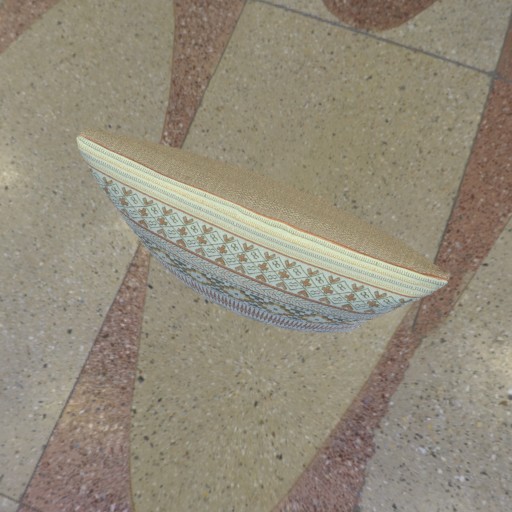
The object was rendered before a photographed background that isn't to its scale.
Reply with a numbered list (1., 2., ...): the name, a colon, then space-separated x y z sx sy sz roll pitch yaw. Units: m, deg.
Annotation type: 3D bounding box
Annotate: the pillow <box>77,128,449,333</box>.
1. pillow: 0.000 0.000 0.802 0.521 0.519 0.215 22 76 6
